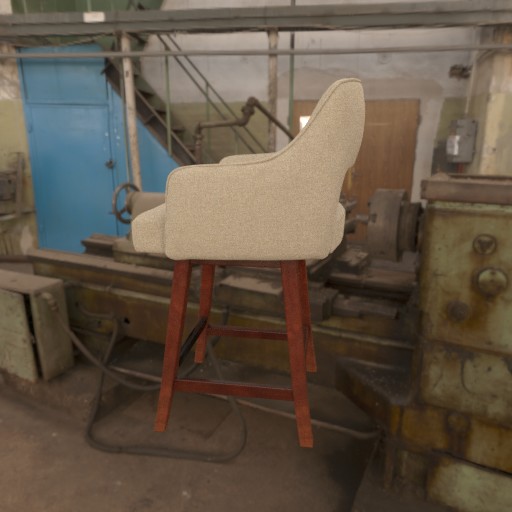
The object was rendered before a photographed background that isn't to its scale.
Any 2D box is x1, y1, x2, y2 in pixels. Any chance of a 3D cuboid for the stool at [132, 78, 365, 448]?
[{"bbox_3d":[0.000,0.000,1.286,0.560,0.936,0.550,2,16,9],"label":"stool"}]
